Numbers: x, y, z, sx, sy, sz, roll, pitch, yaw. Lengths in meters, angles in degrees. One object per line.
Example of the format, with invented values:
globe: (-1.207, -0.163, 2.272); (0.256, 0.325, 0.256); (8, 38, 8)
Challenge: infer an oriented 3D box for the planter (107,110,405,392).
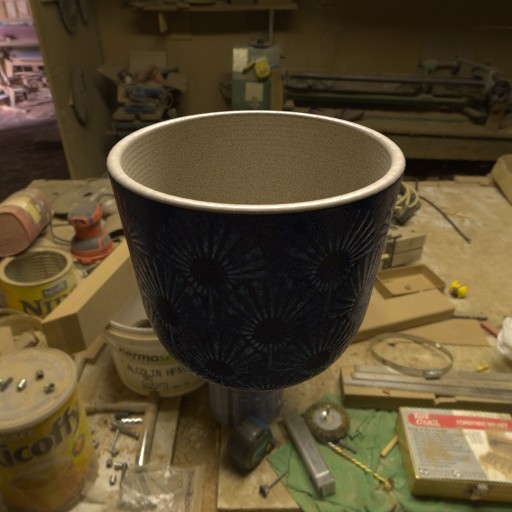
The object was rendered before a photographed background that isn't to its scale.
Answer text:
planter: (0.000, 0.000, 0.301); (0.170, 0.153, 0.170); (0, 32, 0)
